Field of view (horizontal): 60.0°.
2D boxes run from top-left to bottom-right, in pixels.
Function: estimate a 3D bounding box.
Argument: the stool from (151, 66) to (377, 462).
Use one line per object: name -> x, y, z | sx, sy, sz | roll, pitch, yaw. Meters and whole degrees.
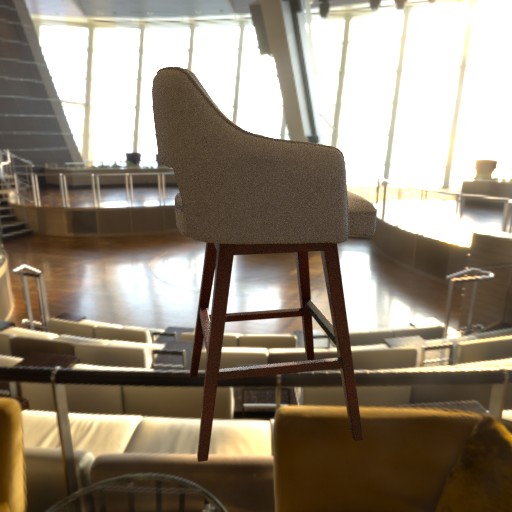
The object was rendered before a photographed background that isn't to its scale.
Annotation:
stool -> 0.000, 0.000, 1.331 | 0.558, 1.012, 0.548 | -3, 15, -11
